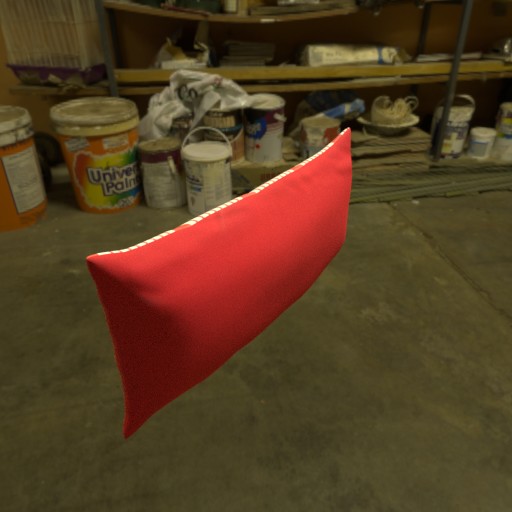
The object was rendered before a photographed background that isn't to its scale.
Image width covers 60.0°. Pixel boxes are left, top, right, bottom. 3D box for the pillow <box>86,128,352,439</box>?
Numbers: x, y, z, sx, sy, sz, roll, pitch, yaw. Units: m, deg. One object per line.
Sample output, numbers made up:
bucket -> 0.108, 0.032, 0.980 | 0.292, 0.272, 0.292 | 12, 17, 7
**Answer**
pillow -> 0.000, 0.000, 0.742 | 0.151, 0.297, 0.608 | 21, 37, 31
